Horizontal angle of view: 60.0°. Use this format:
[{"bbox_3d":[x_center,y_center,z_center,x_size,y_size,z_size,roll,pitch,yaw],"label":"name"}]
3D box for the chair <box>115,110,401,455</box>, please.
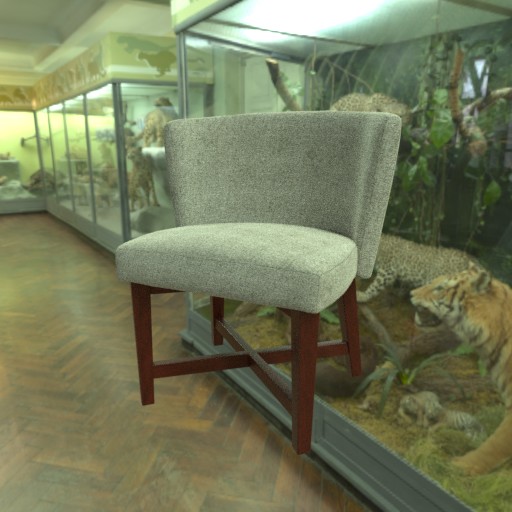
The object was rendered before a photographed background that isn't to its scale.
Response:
[{"bbox_3d":[0.000,0.000,1.278,0.728,0.827,0.575,7,16,25],"label":"chair"}]
